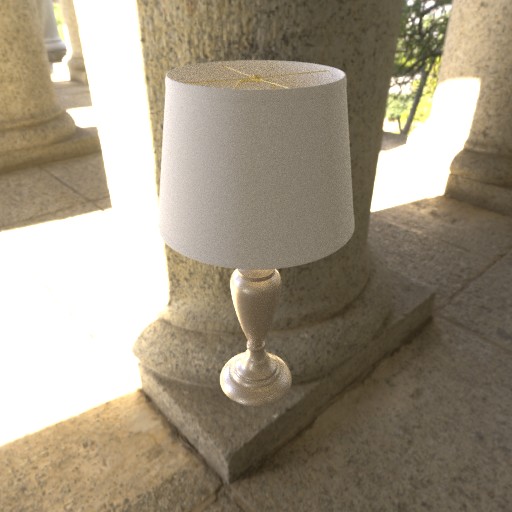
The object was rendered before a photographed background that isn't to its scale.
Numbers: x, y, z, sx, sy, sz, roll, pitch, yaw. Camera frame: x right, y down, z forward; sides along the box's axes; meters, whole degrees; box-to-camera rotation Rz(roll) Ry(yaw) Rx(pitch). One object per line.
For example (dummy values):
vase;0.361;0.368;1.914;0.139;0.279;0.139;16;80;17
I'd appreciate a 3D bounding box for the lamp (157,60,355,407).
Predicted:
lamp;0.000;0.000;0.790;0.328;0.612;0.328;0;31;0
